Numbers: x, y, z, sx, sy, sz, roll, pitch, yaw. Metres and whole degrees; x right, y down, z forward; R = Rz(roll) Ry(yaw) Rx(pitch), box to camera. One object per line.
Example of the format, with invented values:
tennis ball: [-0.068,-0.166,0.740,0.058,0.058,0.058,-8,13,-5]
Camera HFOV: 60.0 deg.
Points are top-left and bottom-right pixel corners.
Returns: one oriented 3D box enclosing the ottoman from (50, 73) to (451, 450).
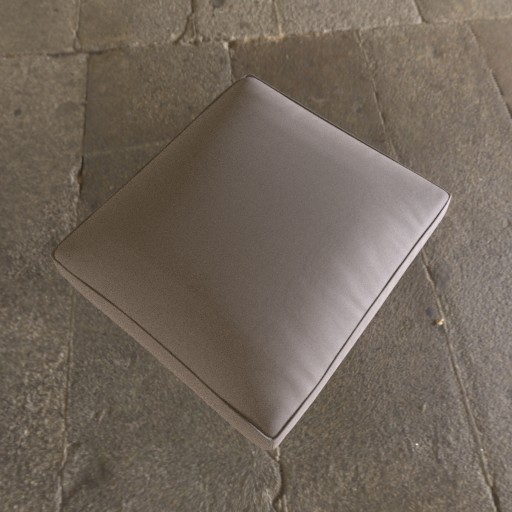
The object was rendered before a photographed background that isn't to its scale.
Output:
ottoman: [0.000,0.000,1.163,0.662,0.505,0.721,36,70,15]
